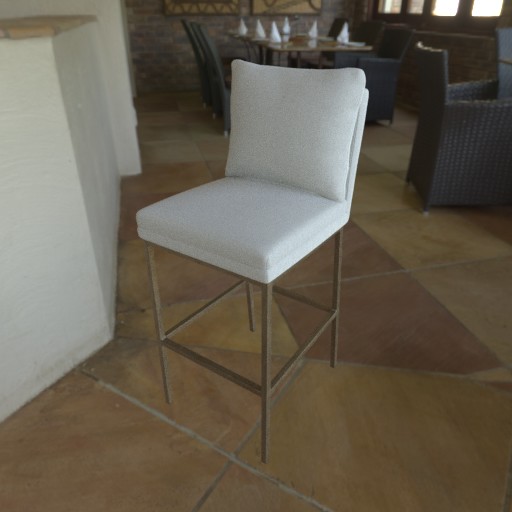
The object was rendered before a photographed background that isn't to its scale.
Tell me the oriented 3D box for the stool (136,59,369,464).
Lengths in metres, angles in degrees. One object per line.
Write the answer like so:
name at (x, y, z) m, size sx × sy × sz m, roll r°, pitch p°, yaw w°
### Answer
stool at (0.000, 0.000, 1.442) m, size 0.463 × 1.125 × 0.572 m, roll 19°, pitch 34°, yaw 30°
